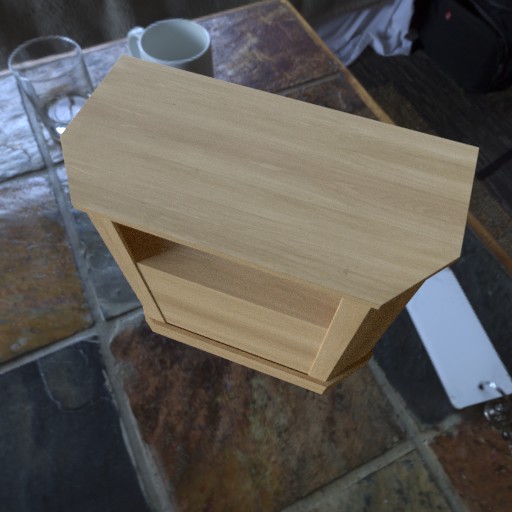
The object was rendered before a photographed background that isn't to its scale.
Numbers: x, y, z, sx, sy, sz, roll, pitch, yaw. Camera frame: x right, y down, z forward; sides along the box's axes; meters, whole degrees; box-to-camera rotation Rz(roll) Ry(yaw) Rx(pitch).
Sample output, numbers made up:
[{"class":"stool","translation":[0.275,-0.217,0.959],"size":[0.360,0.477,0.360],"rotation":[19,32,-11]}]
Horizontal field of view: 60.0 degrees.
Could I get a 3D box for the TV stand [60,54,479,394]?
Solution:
[{"class":"TV stand","translation":[0.000,0.000,1.258],"size":[0.851,0.781,0.425],"rotation":[18,63,9]}]
